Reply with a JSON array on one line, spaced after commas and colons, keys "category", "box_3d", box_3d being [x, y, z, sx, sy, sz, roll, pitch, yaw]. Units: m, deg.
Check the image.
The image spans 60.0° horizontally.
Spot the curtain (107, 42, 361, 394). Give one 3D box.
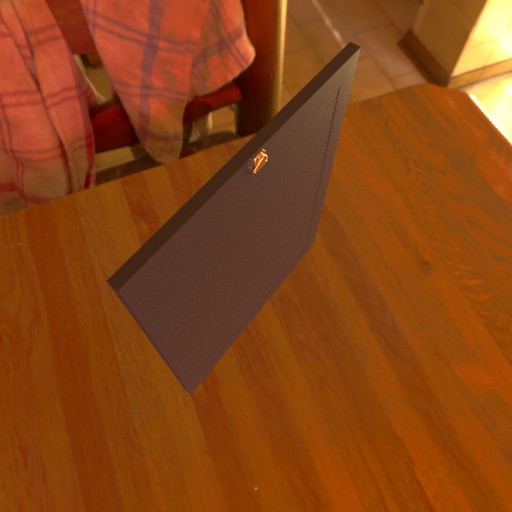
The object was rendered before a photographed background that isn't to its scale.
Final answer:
[{"category": "curtain", "box_3d": [0.000, 0.000, 0.813, 0.027, 0.585, 0.483, 34, 67, 16]}]
